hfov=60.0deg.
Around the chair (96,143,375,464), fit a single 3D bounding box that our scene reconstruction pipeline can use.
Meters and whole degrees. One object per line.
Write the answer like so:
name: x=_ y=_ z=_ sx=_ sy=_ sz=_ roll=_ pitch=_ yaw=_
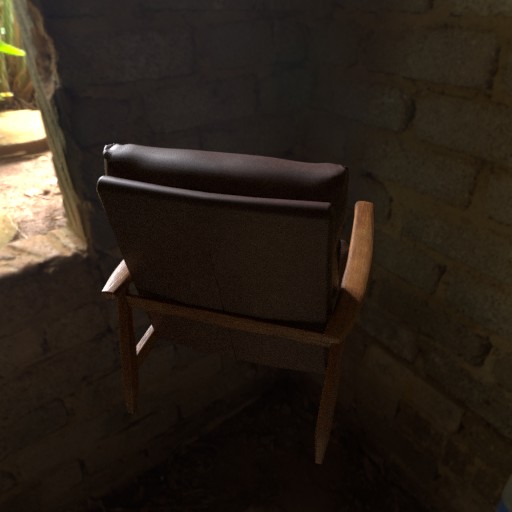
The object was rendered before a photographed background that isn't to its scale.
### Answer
chair: x=0.000 y=0.000 z=1.531 sx=0.782 sy=0.897 sz=0.830 roll=9 pitch=33 yaw=14
